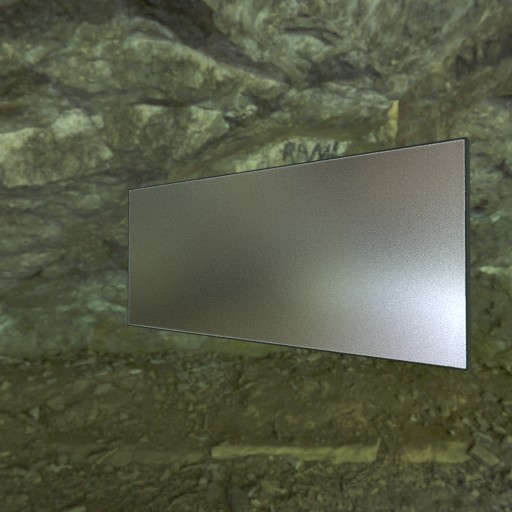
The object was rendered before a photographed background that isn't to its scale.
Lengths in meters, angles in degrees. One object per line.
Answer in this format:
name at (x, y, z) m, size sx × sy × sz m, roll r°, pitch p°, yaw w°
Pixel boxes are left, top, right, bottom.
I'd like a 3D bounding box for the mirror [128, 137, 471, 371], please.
mirror at (0.000, 0.000, 1.795) m, size 1.584 × 0.692 × 0.047 m, roll -1°, pitch -1°, yaw 36°
